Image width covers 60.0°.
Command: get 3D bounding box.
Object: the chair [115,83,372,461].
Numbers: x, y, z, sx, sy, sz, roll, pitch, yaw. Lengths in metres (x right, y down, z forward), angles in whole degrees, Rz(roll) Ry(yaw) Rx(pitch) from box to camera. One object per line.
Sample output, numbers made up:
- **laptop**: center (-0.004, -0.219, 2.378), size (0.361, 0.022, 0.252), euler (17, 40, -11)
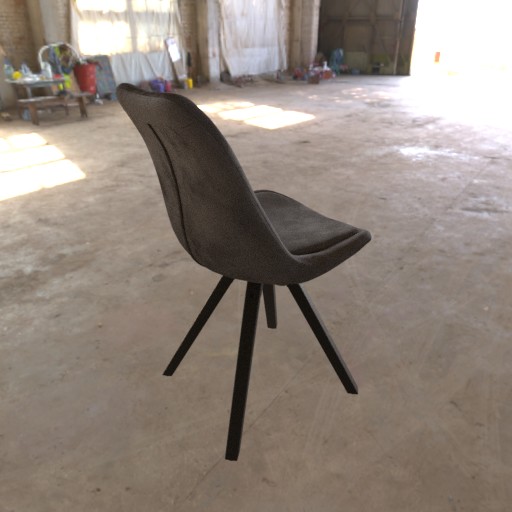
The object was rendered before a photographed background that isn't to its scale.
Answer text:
- **chair**: center (0.000, 0.000, 1.151), size (0.550, 0.850, 0.476), euler (-17, 31, -31)
